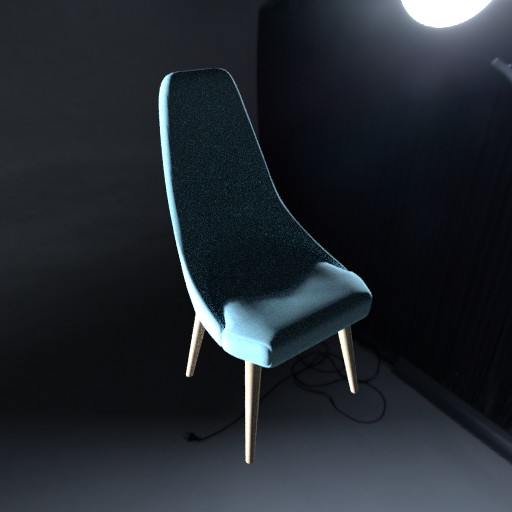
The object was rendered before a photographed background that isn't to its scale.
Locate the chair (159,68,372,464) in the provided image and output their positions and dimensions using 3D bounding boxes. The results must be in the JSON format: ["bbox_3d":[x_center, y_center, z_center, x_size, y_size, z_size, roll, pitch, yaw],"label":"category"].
[{"bbox_3d":[0.000,0.000,1.419,0.510,1.040,0.660,-21,36,-31],"label":"chair"}]
